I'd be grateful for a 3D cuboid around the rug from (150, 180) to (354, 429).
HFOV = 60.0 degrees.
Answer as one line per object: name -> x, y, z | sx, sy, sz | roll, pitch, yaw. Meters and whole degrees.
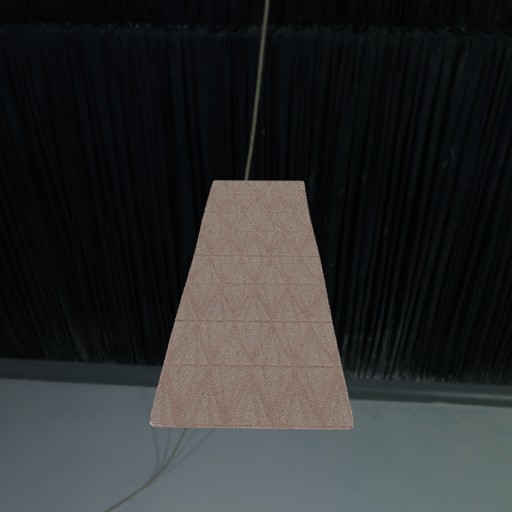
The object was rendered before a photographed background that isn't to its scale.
rug -> 0.000, 0.000, 2.660 | 0.760, 0.015, 2.435 | 0, 31, 1
